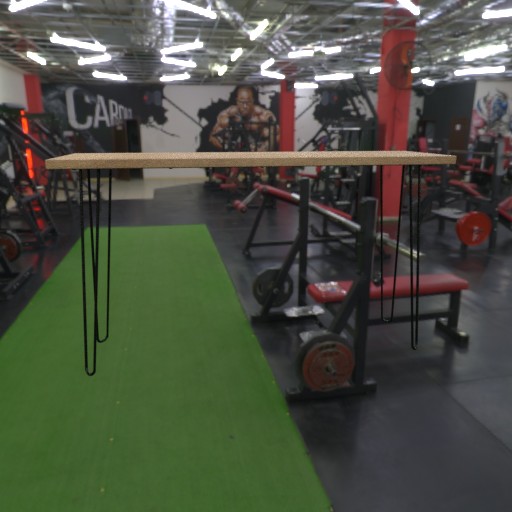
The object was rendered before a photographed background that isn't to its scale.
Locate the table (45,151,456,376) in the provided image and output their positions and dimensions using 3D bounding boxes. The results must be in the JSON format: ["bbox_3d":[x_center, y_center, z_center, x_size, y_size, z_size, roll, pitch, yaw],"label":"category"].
[{"bbox_3d":[0.000,0.000,1.789,1.400,0.799,0.399,-2,16,-9],"label":"table"}]
